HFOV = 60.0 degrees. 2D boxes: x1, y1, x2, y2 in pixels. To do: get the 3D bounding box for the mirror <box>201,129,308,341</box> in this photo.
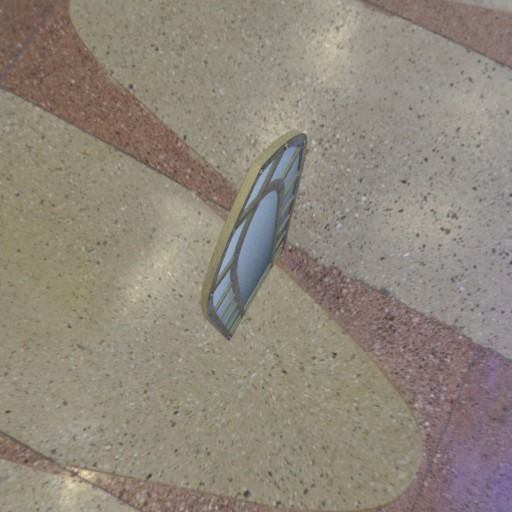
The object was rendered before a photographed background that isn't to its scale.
[{"bbox_3d":[0.000,0.000,1.268,0.025,1.175,0.464,29,78,7],"label":"mirror"}]
